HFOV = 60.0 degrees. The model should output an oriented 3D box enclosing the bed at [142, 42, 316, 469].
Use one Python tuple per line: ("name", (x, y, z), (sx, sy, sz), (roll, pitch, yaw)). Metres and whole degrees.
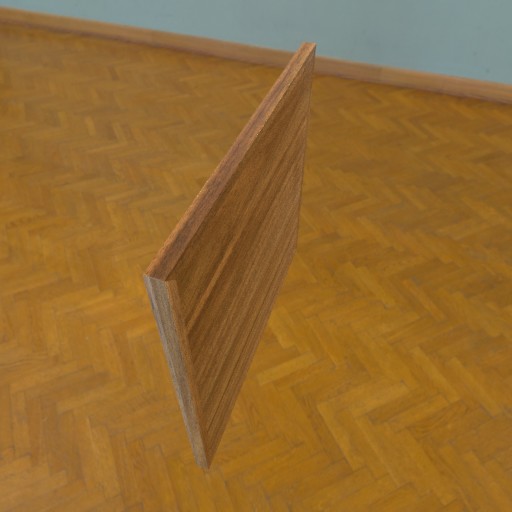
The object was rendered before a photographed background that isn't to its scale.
("bed", (0.000, 0.000, 1.417), (0.043, 0.940, 1.041), (14, 48, 13))
